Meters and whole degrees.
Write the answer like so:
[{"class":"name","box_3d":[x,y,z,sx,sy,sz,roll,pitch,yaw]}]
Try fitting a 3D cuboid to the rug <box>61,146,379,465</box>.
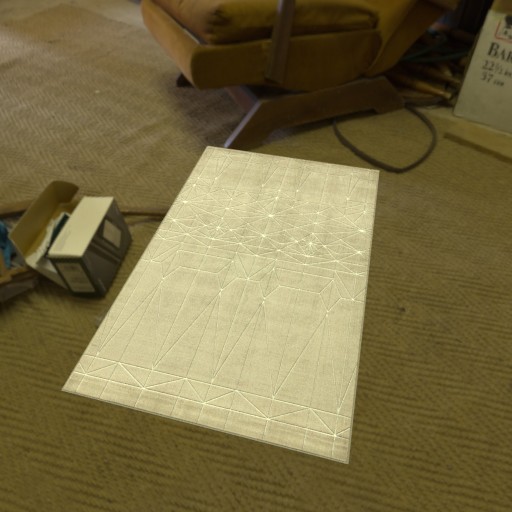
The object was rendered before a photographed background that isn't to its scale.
[{"class":"rug","box_3d":[0.000,0.000,3.048,1.524,0.012,2.438,10,47,10]}]
